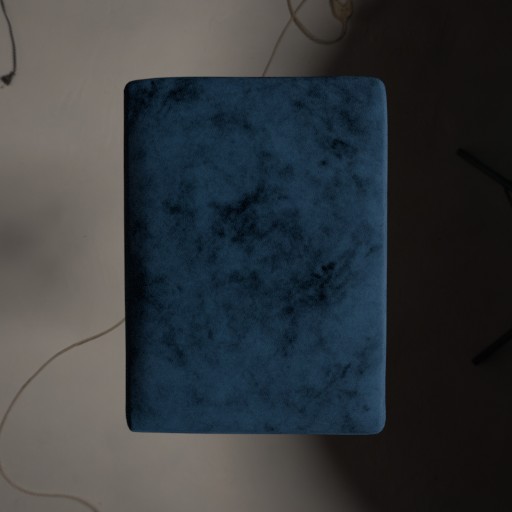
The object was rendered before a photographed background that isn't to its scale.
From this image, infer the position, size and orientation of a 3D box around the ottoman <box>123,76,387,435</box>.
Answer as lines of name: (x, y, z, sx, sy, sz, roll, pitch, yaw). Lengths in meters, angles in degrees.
ottoman: (0.000, 0.000, 1.134, 0.572, 0.503, 0.773, 0, 91, 0)
